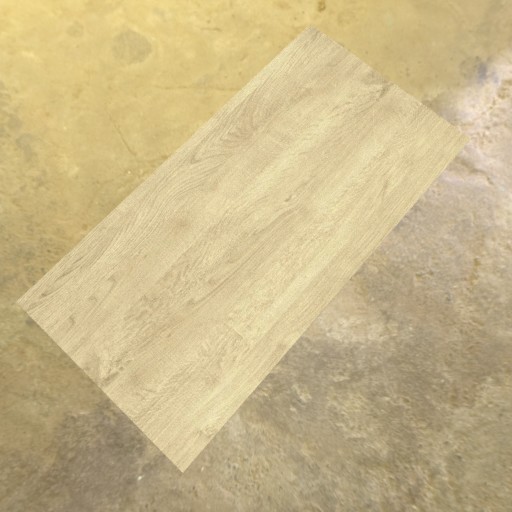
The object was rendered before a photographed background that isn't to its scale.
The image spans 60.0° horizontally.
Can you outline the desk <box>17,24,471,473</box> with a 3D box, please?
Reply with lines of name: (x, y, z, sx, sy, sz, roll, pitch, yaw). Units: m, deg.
desk: (0.000, 0.000, 1.476, 0.560, 0.735, 1.097, 41, 78, 11)
